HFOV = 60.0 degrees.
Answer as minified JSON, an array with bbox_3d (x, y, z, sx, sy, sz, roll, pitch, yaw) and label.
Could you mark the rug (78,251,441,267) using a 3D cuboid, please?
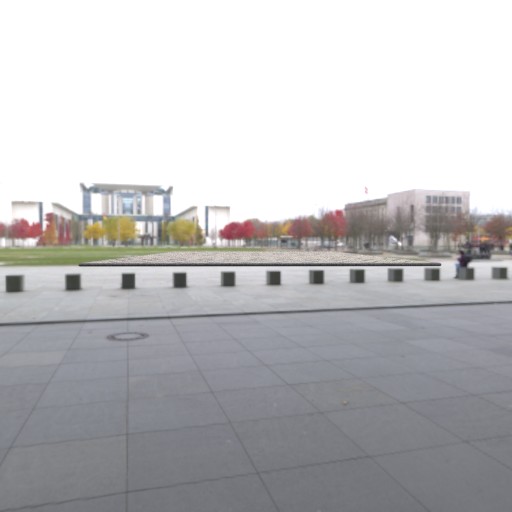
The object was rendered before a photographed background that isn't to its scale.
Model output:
[{"bbox_3d":[0.000,0.000,3.070,1.524,0.015,2.438,0,2,-1],"label":"rug"}]
